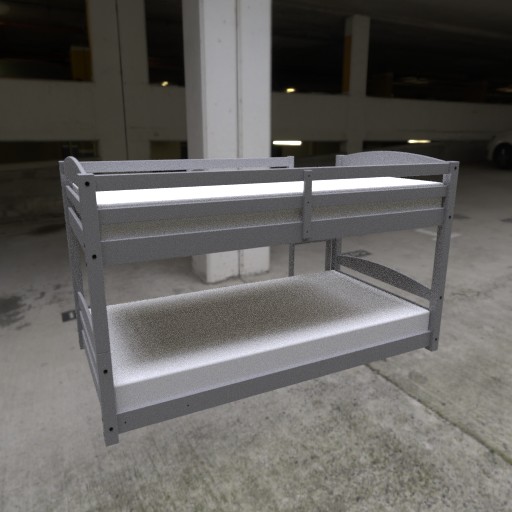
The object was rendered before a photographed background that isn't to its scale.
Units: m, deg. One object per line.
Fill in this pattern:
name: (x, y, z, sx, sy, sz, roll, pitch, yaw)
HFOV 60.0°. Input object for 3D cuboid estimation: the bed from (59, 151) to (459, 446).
bed: (0.000, 0.000, 2.675, 2.013, 1.206, 1.105, -7, 17, -26)
